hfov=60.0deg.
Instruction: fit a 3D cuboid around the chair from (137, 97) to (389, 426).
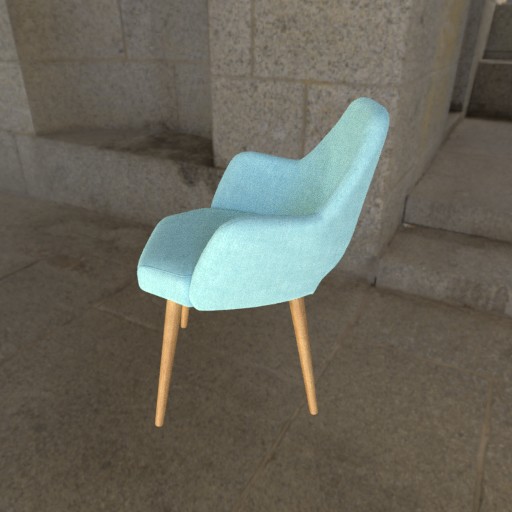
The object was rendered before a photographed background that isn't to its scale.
[{"bbox_3d":[0.000,0.000,1.261,0.610,0.840,0.590,0,27,0],"label":"chair"}]
